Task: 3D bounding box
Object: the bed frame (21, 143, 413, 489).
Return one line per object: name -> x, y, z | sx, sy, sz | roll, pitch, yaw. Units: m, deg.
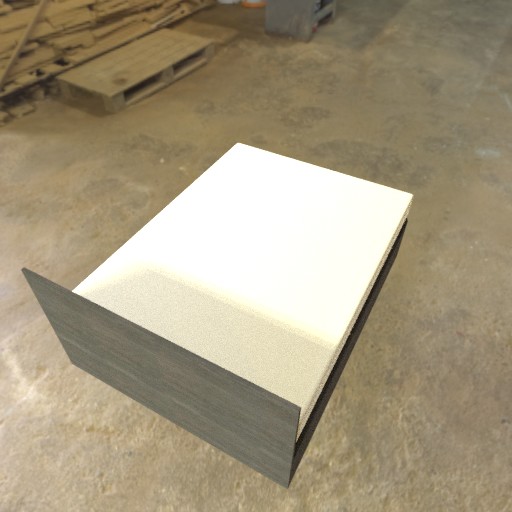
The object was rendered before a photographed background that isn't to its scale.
bed frame -> 0.000, 0.000, 2.652 | 1.400, 0.800, 1.900 | 21, 49, 20
